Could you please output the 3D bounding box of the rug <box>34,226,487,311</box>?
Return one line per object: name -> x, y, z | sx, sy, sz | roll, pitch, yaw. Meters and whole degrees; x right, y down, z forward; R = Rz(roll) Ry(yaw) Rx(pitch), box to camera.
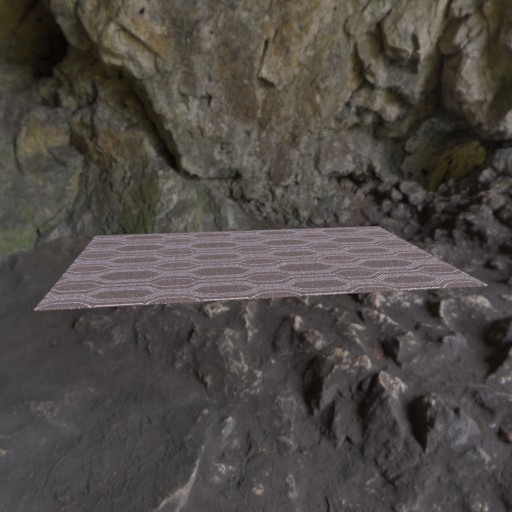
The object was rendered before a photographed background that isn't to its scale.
rug -> 0.000, 0.000, 3.096 | 2.457, 0.012, 1.541 | -2, 17, -8
